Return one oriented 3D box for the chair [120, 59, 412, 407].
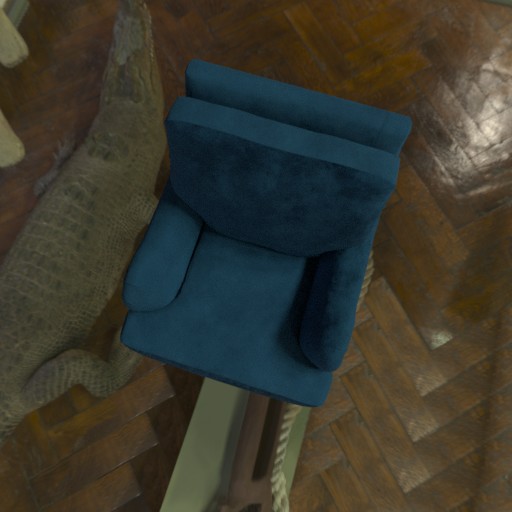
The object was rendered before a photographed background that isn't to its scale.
[{"bbox_3d":[0.000,0.000,1.889,0.895,1.076,1.078,17,77,4],"label":"chair"}]
